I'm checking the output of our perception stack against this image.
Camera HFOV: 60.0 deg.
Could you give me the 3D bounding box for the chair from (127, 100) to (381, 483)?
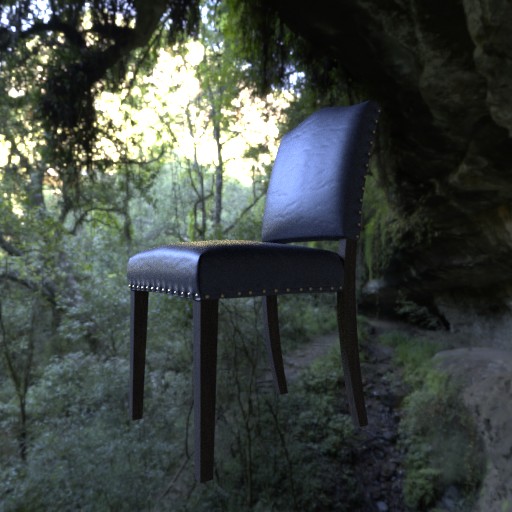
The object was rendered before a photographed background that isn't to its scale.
[{"bbox_3d":[0.000,0.000,1.332,0.633,0.991,0.500,1,-1,-34],"label":"chair"}]
